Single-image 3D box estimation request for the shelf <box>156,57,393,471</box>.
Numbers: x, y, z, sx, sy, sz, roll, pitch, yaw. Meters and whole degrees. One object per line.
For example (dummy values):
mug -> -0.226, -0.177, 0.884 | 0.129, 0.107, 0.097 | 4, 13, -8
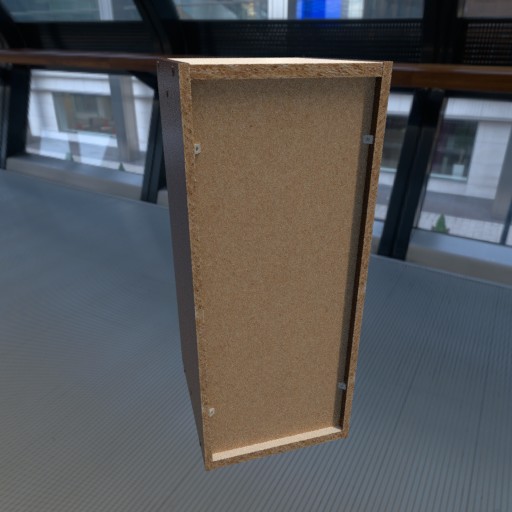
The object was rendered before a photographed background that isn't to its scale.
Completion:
shelf -> 0.000, 0.000, 0.740 | 0.253, 0.600, 0.290 | -7, 26, -14
